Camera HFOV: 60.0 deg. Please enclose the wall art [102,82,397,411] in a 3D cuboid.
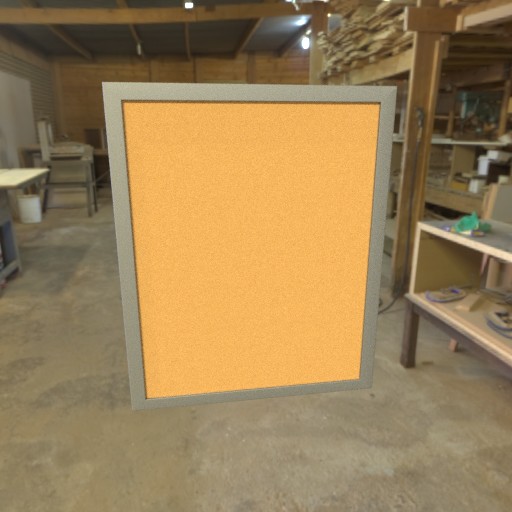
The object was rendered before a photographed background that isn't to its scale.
[{"bbox_3d":[0.000,0.000,0.772,0.458,0.558,0.029,-3,17,-9],"label":"wall art"}]
